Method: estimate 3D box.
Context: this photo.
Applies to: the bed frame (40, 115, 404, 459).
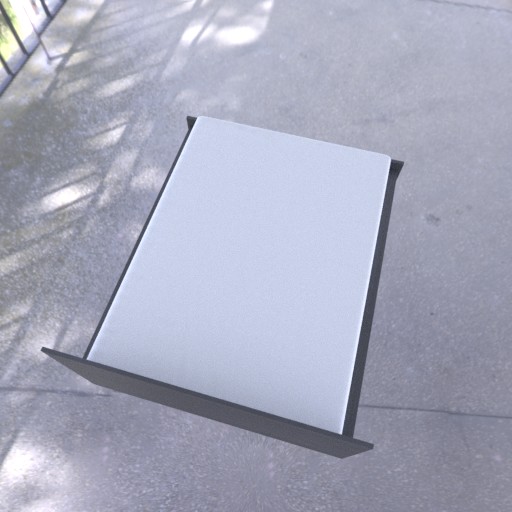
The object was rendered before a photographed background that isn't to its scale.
[{"bbox_3d":[0.000,0.000,2.837,1.622,0.800,1.960,14,63,7],"label":"bed frame"}]
